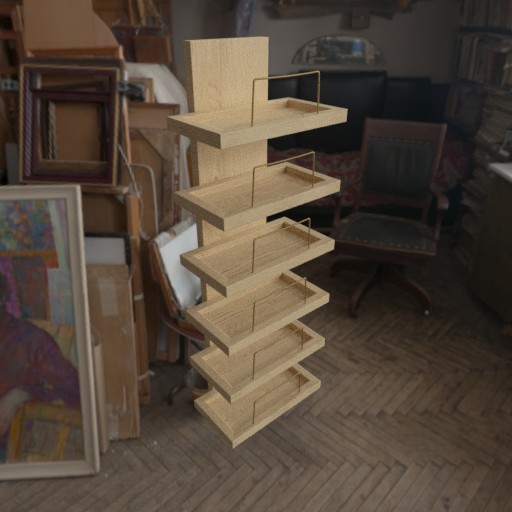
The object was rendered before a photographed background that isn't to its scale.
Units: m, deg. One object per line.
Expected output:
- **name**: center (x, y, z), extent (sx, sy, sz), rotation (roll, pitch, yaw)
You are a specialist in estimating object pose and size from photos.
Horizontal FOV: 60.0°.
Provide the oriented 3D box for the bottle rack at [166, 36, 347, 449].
- **bottle rack**: center (0.000, 0.000, 1.079), extent (0.330, 0.943, 0.206), rotation (-22, 36, -34)
